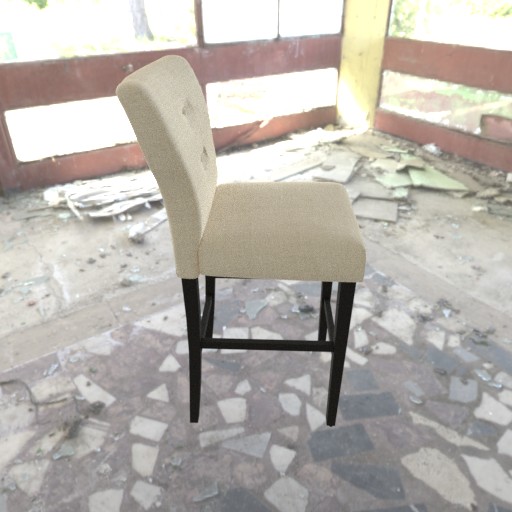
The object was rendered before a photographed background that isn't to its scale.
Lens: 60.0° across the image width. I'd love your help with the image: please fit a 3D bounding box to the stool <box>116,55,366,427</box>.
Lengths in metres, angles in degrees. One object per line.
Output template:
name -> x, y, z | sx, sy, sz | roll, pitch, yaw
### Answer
stool -> 0.000, 0.000, 1.411 | 0.603, 1.124, 0.516 | 1, 32, 2
